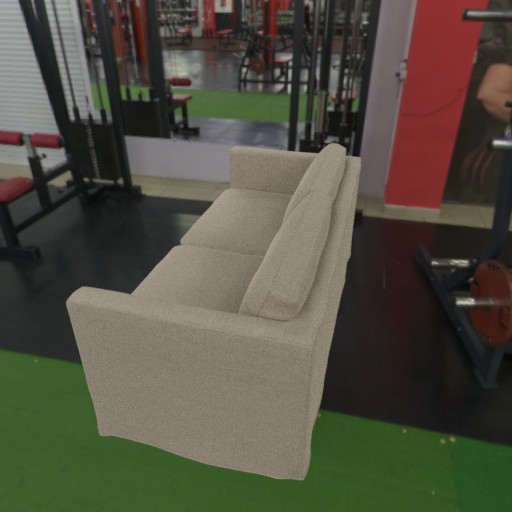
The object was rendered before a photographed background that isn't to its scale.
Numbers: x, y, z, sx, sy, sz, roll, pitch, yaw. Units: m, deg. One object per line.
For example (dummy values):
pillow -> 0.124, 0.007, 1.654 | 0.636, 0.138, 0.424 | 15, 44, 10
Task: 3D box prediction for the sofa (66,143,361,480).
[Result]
sofa -> 0.000, 0.000, 2.449 | 0.956, 0.847, 1.987 | 8, 32, 14
